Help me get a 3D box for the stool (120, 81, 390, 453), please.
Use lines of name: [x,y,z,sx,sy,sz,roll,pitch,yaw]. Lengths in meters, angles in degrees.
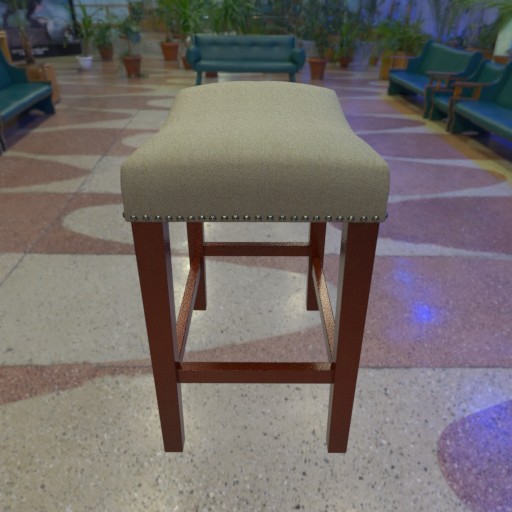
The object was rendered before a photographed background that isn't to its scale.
stool: [0.000,0.000,0.945,0.375,0.632,0.509,0,31,0]
